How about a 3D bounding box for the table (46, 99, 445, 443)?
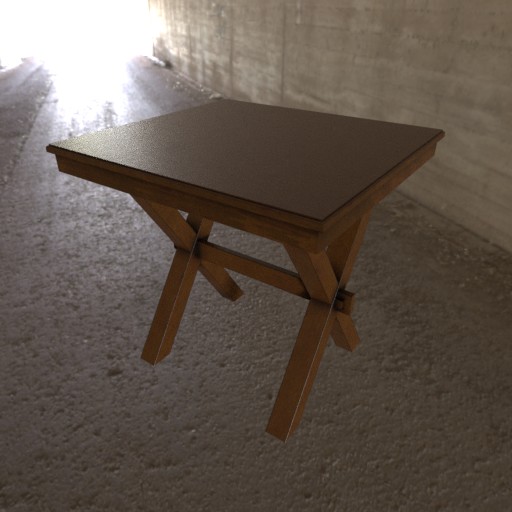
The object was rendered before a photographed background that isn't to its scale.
[{"bbox_3d":[0.000,0.000,1.043,0.602,0.562,0.560,19,35,30],"label":"table"}]
